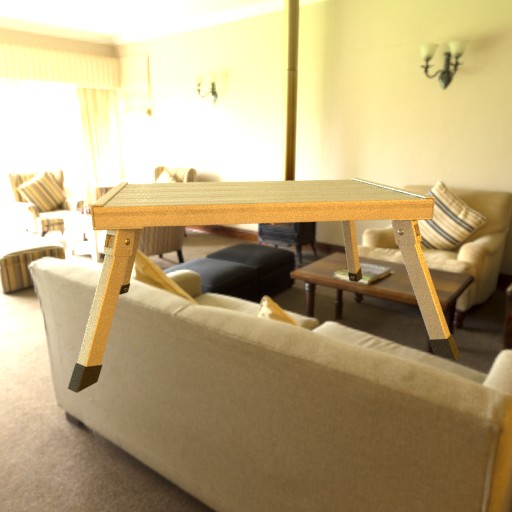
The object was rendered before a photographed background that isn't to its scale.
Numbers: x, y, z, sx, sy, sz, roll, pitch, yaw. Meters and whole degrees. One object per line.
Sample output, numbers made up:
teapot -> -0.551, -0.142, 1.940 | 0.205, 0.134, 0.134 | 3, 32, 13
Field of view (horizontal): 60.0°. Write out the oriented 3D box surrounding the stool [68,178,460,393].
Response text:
stool -> 0.000, 0.000, 0.738 | 0.535, 0.225, 0.385 | -2, 15, -9
